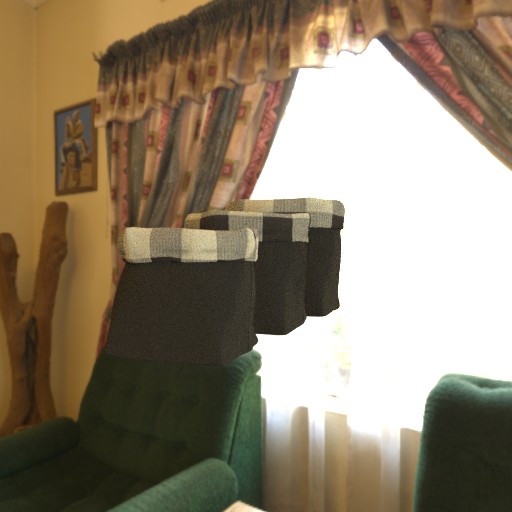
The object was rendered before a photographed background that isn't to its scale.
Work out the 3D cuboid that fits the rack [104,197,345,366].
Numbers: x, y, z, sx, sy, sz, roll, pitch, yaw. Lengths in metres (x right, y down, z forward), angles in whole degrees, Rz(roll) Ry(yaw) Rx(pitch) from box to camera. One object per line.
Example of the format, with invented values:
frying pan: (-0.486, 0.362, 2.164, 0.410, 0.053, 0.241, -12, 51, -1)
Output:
rack: (0.000, 0.000, 1.079, 0.370, 0.329, 0.889, 0, 0, 18)
